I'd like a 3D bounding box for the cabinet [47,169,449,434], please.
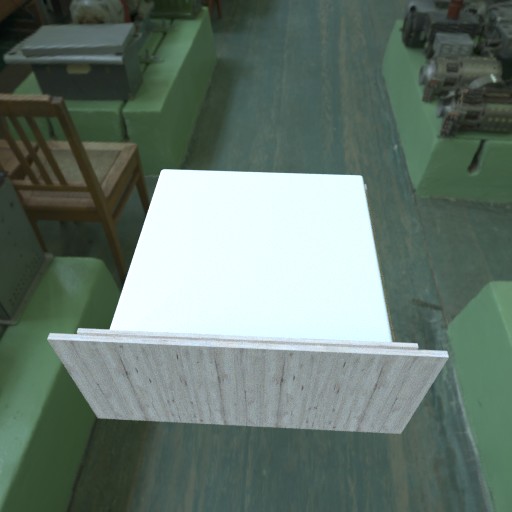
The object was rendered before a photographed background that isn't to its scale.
[{"bbox_3d":[0.000,0.000,3.195,1.950,0.970,2.080,2,47,2],"label":"cabinet"}]
